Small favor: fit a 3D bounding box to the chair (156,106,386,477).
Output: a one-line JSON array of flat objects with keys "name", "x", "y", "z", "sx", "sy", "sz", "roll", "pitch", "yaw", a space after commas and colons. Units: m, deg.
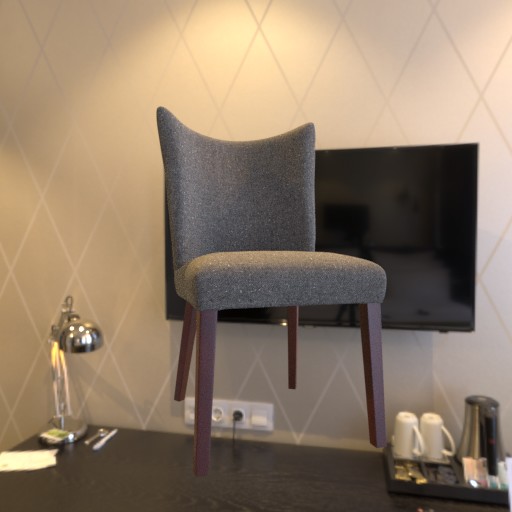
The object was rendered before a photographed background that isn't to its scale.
[{"name": "chair", "x": 0.000, "y": 0.000, "z": 1.293, "sx": 0.535, "sy": 0.924, "sz": 0.623, "roll": 0, "pitch": 1, "yaw": -18}]
